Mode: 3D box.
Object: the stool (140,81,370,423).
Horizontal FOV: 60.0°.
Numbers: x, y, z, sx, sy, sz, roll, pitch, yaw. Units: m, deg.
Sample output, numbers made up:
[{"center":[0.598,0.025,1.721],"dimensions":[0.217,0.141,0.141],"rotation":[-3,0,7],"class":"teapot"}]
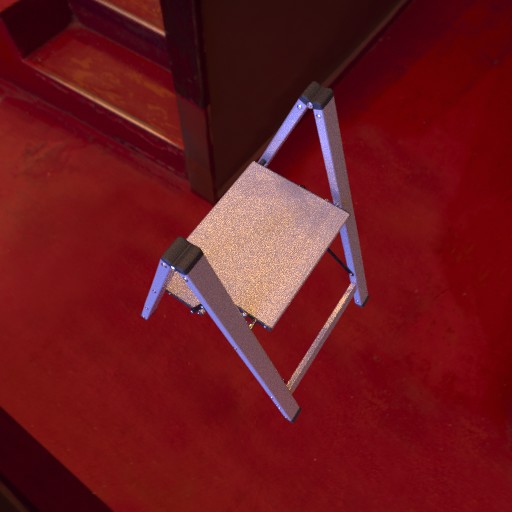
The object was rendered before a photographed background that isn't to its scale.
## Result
[{"center":[0.000,0.000,1.022],"dimensions":[0.535,0.670,0.440],"rotation":[31,68,14],"class":"stool"}]
